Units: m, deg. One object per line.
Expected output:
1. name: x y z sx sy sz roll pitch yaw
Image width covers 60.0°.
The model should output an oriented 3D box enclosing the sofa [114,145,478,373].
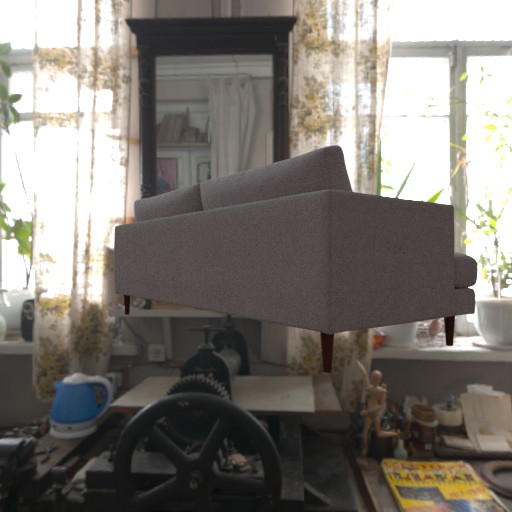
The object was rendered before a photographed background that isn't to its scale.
1. sofa: 0.000 0.000 2.734 1.020 0.868 2.250 0 0 -36
